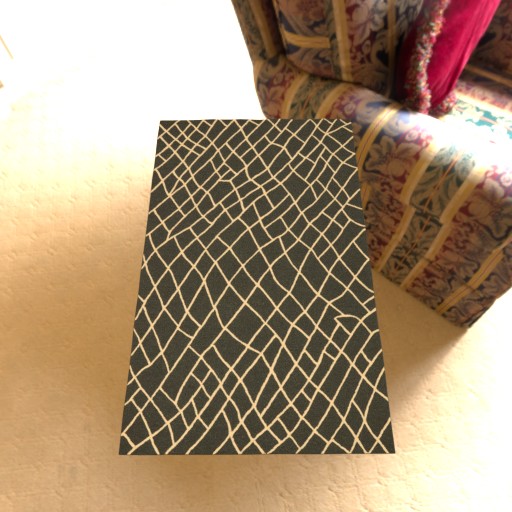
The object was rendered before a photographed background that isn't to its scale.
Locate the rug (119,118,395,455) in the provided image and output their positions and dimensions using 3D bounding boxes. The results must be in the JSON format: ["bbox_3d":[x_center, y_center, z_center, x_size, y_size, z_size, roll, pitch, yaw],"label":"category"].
[{"bbox_3d":[0.000,0.000,2.989,1.529,0.017,2.448,0,63,0],"label":"rug"}]
